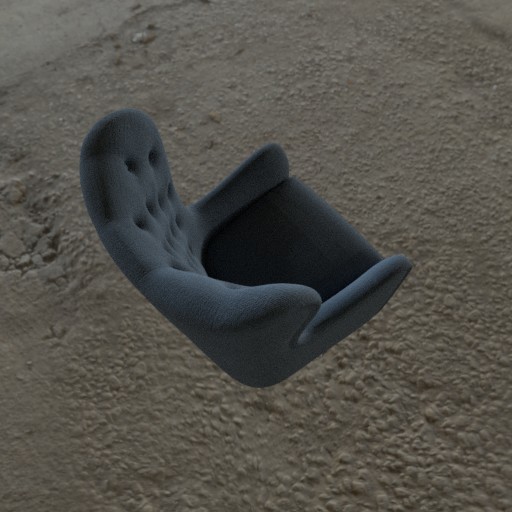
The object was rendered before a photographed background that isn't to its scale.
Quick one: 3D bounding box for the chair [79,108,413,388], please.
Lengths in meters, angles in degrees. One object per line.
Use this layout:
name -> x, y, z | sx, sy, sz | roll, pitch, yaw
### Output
chair -> 0.000, 0.000, 1.678 | 0.930, 1.079, 0.831 | -34, 65, -18
